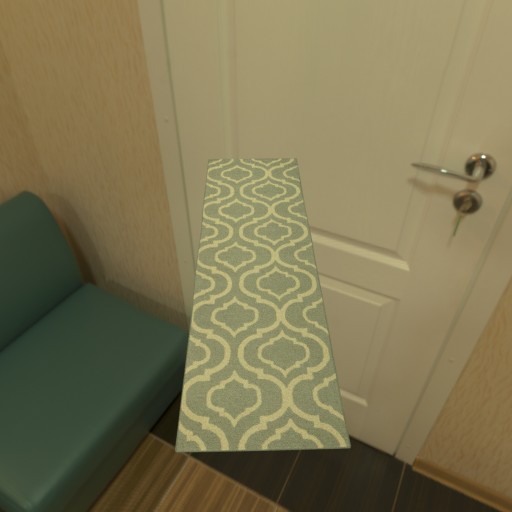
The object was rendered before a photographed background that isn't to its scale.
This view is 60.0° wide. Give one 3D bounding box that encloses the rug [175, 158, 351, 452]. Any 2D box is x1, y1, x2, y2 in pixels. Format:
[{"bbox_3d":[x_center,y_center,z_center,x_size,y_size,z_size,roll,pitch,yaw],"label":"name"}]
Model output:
[{"bbox_3d":[0.000,0.000,2.567,0.684,0.009,2.275,-1,41,-1],"label":"rug"}]
